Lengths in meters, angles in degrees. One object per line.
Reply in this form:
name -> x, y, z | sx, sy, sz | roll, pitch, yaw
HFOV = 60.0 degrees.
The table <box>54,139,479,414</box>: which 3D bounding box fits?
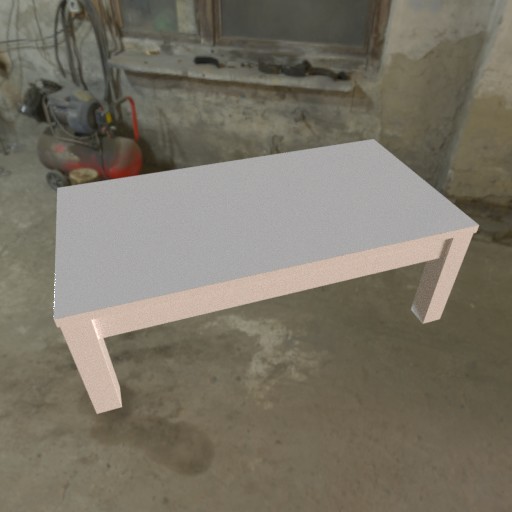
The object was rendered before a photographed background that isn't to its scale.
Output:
table -> 0.000, 0.000, 1.732 | 1.350, 0.470, 0.700 | -12, 41, -14
